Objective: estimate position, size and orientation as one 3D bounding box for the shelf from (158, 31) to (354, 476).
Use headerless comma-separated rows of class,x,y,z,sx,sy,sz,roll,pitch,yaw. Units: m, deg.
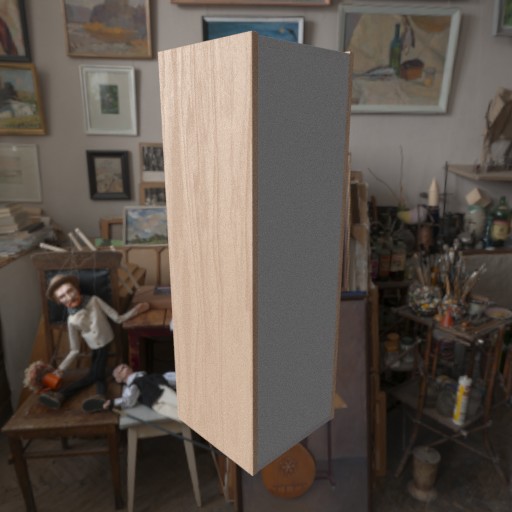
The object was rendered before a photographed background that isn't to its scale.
shelf,0.000,0.000,1.064,0.300,0.900,0.290,-15,21,-42
